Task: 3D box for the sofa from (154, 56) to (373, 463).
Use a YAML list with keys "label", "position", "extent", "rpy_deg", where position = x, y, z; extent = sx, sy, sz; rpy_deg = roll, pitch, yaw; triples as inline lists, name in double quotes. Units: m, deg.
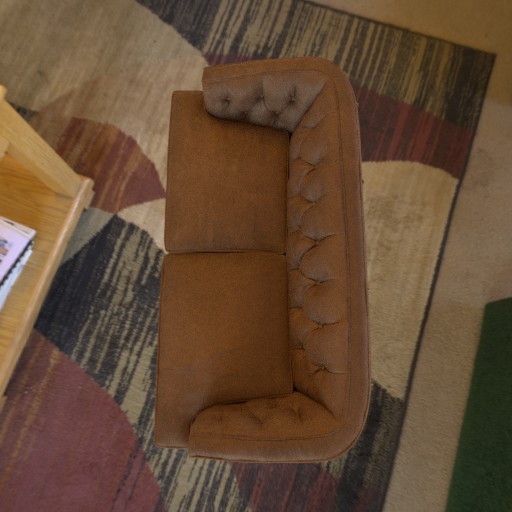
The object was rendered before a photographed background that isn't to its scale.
- label: "sofa"
  position: [0.000, 0.000, 2.169]
  extent: [0.917, 0.799, 1.767]
  rpy_deg: [0, 77, 0]
